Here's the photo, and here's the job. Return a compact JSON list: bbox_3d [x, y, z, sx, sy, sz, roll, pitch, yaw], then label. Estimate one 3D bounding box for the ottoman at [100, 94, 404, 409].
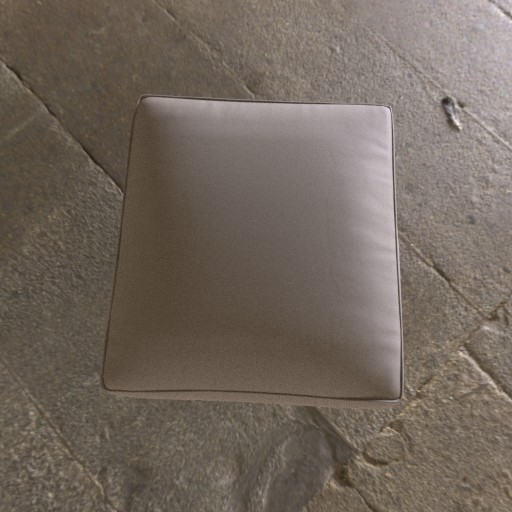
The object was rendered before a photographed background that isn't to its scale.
[{"bbox_3d":[0.000,0.000,1.163,0.662,0.505,0.721,2,75,1],"label":"ottoman"}]
